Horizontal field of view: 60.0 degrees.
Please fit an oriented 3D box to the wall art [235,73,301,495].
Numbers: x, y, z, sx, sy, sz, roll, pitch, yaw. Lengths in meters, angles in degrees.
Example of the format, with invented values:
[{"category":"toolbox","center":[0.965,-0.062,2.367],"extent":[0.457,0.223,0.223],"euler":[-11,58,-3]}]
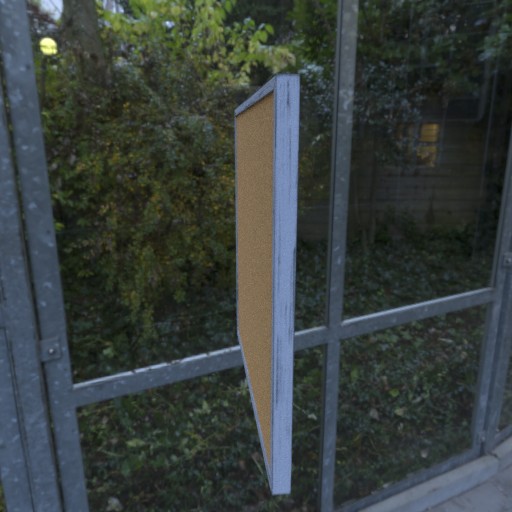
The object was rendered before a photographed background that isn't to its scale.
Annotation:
[{"category":"wall art","center":[0.000,0.000,1.129],"extent":[0.037,0.761,0.761],"euler":[-2,14,-7]}]
